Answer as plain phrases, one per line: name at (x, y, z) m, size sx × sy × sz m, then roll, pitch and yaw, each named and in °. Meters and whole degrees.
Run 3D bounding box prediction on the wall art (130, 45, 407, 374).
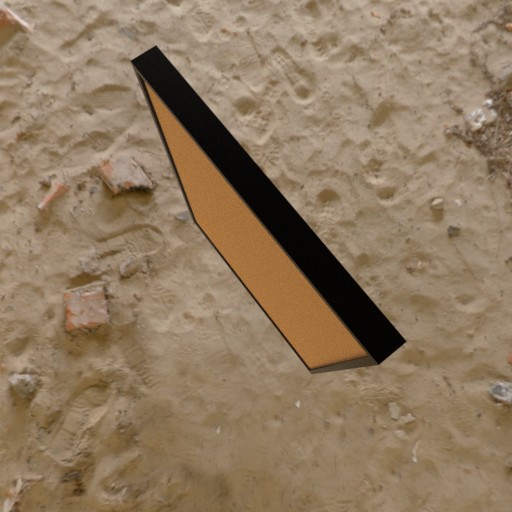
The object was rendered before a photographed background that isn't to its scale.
wall art at (0.000, 0.000, 0.757) m, size 0.039 × 0.553 × 0.451 m, roll -36°, pitch 77°, yaw -10°
